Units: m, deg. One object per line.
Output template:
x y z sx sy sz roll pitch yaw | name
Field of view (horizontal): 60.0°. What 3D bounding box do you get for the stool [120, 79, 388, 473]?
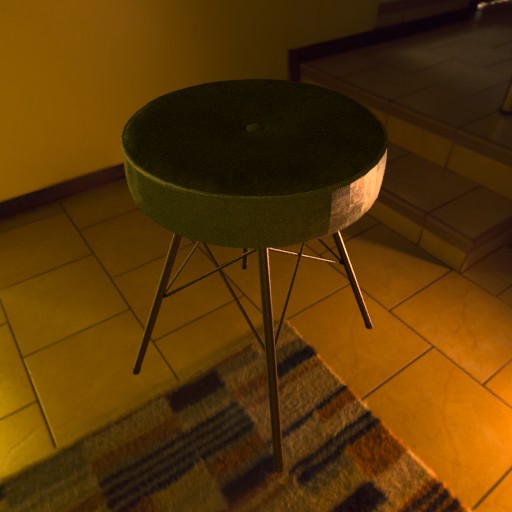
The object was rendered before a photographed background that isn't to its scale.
0.000 0.000 0.903 0.430 0.595 0.457 24 47 25 | stool
